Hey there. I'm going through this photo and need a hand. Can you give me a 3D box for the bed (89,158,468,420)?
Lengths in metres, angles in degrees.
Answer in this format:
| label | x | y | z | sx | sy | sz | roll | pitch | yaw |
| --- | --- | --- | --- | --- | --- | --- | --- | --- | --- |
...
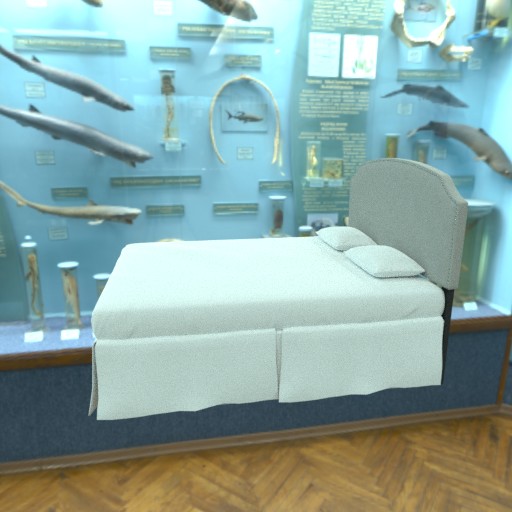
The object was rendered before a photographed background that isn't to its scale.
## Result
| label | x | y | z | sx | sy | sz | roll | pitch | yaw |
| --- | --- | --- | --- | --- | --- | --- | --- | --- | --- |
| bed | 0.000 | 0.000 | 2.982 | 1.999 | 1.270 | 1.558 | -2 | 15 | -9 |
